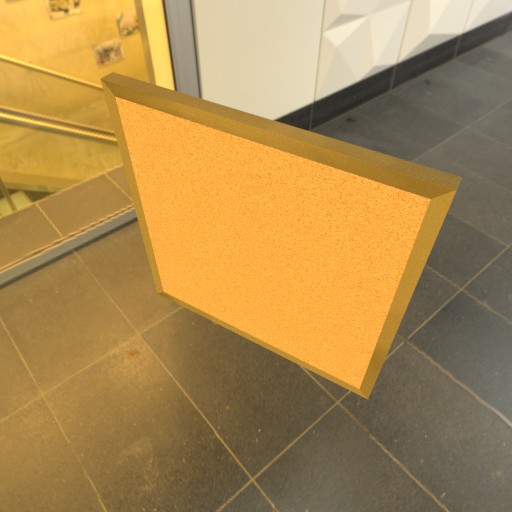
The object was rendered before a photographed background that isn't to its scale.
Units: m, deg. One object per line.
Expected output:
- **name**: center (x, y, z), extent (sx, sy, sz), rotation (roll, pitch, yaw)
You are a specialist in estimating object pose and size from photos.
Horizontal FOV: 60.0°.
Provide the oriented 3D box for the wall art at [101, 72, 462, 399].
- **wall art**: center (0.000, 0.000, 1.129), extent (0.762, 0.762, 0.038), rotation (23, 51, 20)
